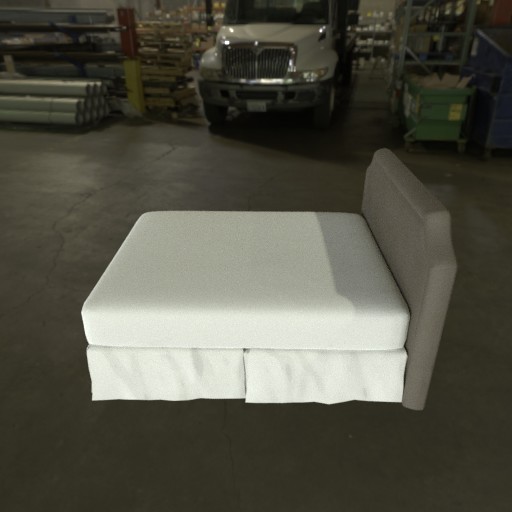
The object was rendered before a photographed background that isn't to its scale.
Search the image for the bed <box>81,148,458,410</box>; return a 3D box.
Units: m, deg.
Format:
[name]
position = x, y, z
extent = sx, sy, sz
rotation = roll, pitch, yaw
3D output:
[bed]
position = 0.000, 0.000, 3.332
extent = 2.181, 1.297, 1.831
rotation = 1, 28, 1
